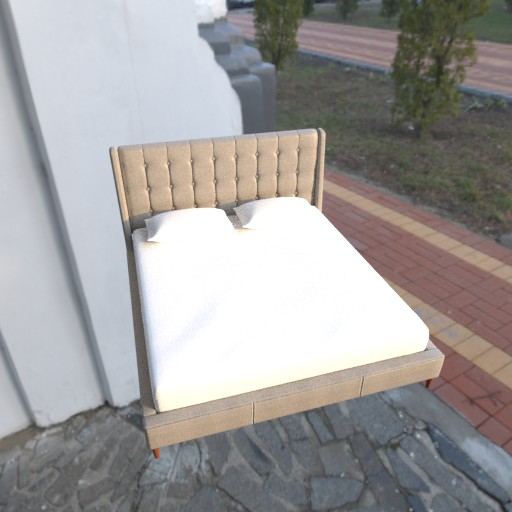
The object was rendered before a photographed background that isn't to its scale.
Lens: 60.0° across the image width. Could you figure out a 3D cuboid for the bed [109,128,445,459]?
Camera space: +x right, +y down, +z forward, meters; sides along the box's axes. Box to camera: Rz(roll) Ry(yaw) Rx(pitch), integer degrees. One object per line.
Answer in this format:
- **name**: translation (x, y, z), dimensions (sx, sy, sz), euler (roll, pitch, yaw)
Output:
- **bed**: translation (0.000, 0.000, 3.608), dimensions (2.062, 1.289, 2.342), euler (-9, 33, -14)
